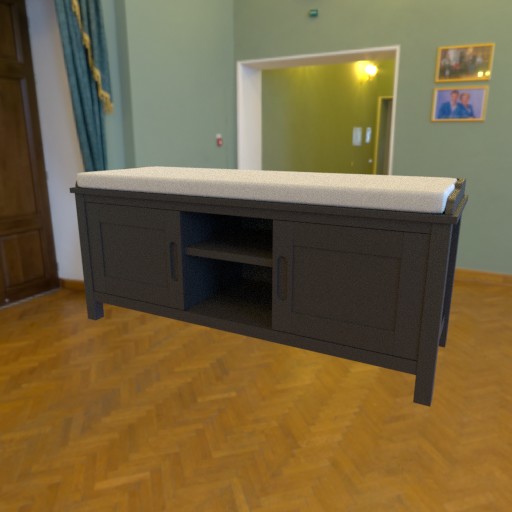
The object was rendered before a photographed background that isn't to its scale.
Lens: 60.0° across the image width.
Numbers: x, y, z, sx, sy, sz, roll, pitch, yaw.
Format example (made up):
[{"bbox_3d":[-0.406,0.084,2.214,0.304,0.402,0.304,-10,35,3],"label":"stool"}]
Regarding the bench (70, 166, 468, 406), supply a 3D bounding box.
[{"bbox_3d":[0.000,0.000,1.385,1.140,0.501,0.398,8,17,27],"label":"bench"}]
